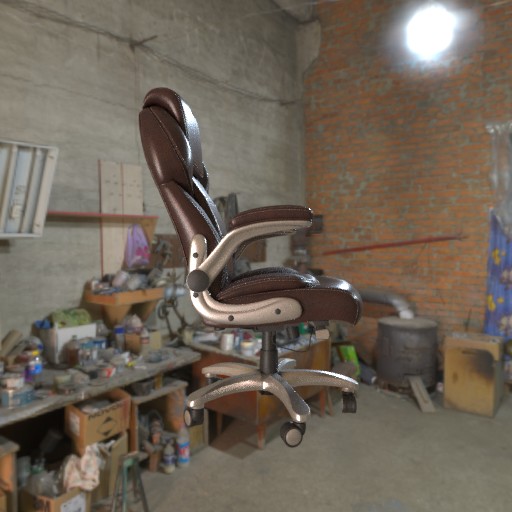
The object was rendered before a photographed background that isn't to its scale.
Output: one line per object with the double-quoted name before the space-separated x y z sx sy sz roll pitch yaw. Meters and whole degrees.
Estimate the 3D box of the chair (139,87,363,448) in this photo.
"chair" 0.000 0.000 1.675 0.774 1.160 0.733 0 1 1
